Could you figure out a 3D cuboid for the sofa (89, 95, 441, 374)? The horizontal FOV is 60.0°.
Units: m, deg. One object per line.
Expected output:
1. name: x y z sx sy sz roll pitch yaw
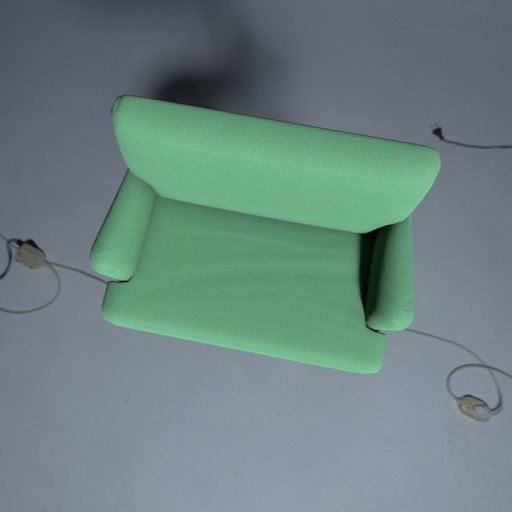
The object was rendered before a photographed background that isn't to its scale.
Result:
1. sofa: 0.000 0.000 1.876 1.297 0.889 0.779 11 76 3
